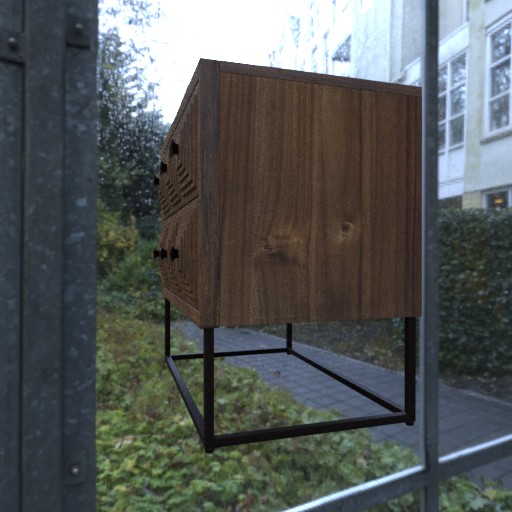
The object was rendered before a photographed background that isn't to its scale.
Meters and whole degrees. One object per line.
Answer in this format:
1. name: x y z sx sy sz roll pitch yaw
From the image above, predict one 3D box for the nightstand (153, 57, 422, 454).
1. nightstand: 0.000 0.000 1.023 0.437 0.610 0.610 0 0 -17
